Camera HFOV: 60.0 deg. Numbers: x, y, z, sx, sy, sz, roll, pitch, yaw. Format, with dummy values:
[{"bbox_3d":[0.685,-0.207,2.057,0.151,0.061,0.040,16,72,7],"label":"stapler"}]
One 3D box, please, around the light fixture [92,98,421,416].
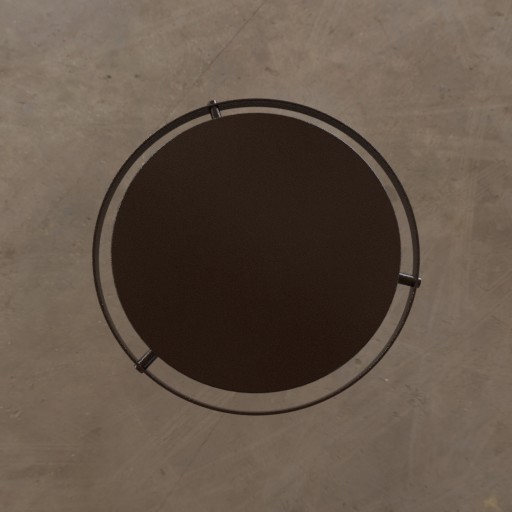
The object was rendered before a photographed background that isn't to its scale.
[{"bbox_3d":[0.000,0.000,0.547,0.361,0.130,0.361,0,76,0],"label":"light fixture"}]
